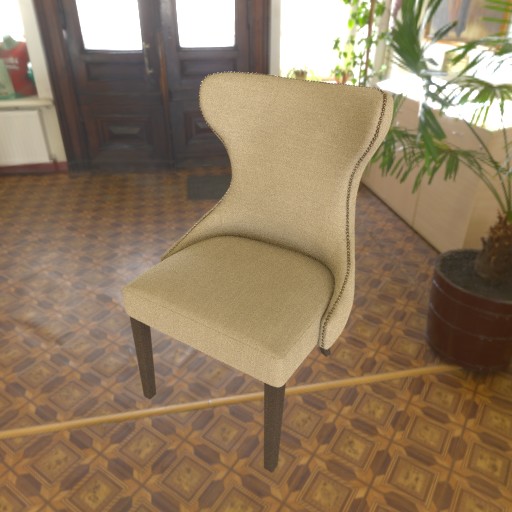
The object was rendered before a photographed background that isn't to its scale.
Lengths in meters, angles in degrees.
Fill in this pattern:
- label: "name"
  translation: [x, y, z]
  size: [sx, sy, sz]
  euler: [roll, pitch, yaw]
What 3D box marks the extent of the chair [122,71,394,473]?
- label: "chair"
  translation: [0.000, 0.000, 1.358]
  size: [0.628, 0.967, 0.635]
  euler: [19, 35, 28]
